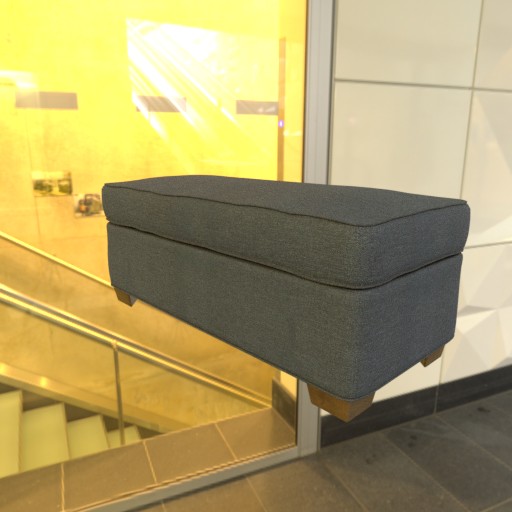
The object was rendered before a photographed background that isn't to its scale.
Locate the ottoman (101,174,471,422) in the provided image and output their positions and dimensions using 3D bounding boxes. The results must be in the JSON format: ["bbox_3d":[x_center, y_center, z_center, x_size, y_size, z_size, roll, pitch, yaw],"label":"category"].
[{"bbox_3d":[0.000,0.000,1.389,0.515,0.460,1.110,-13,19,-42],"label":"ottoman"}]
